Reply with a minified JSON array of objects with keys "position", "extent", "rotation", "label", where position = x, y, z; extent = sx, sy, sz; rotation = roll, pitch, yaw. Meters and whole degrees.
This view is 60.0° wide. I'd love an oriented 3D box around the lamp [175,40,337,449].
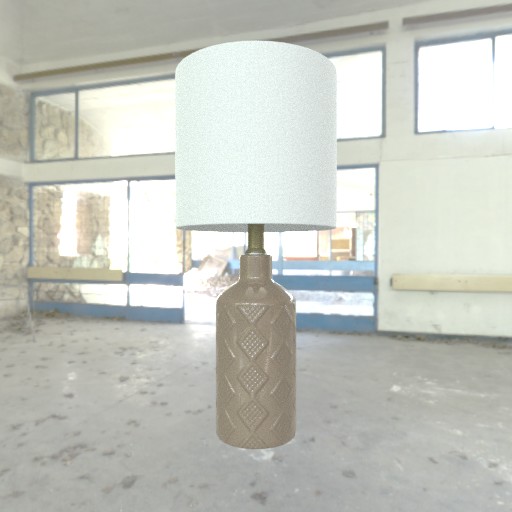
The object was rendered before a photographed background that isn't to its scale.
[{"position":[0.000,0.000,0.577],"extent":[0.207,0.461,0.207],"rotation":[0,0,19],"label":"lamp"}]
